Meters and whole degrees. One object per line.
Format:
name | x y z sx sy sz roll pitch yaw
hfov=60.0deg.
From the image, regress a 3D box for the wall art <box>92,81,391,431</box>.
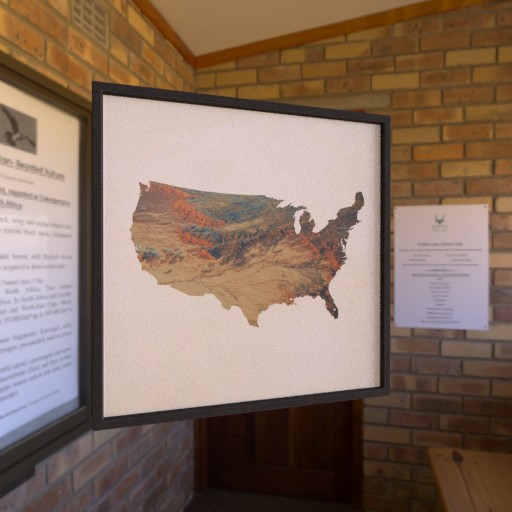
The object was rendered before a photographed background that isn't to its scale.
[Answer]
wall art | 0.000 0.000 0.439 0.304 0.303 0.015 0 0 -19
